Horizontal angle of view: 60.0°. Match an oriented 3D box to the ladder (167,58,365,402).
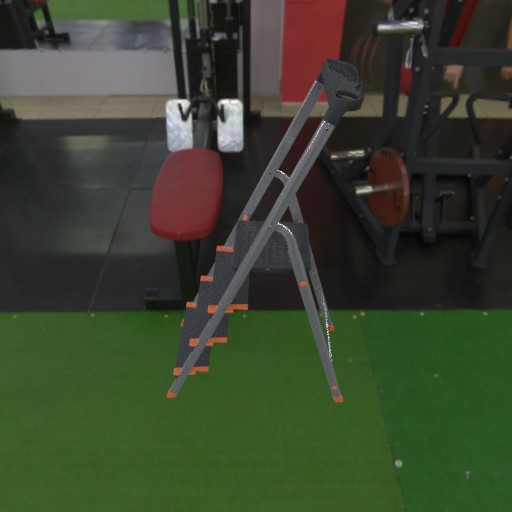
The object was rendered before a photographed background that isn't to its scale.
[{"bbox_3d":[0.000,0.000,1.779,0.834,1.429,0.452,1,42,1],"label":"ladder"}]
